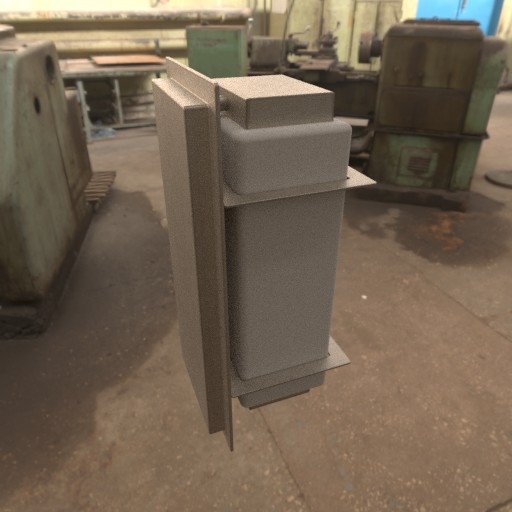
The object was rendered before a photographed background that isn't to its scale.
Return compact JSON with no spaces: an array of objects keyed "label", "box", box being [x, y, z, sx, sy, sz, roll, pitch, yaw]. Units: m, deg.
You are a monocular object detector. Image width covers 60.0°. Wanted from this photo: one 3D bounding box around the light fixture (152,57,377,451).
[{"label":"light fixture","box":[0.000,0.000,0.475,0.160,0.380,0.168,-11,32,-18]}]
